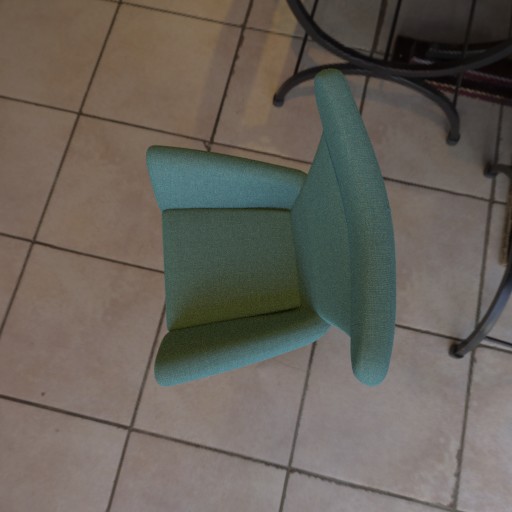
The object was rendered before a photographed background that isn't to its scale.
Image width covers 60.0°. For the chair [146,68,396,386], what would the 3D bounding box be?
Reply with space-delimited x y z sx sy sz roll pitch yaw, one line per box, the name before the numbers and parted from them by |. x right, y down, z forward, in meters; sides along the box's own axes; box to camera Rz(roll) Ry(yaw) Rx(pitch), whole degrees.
chair | 0.000 0.000 1.808 0.900 0.980 1.050 -5 76 -1
